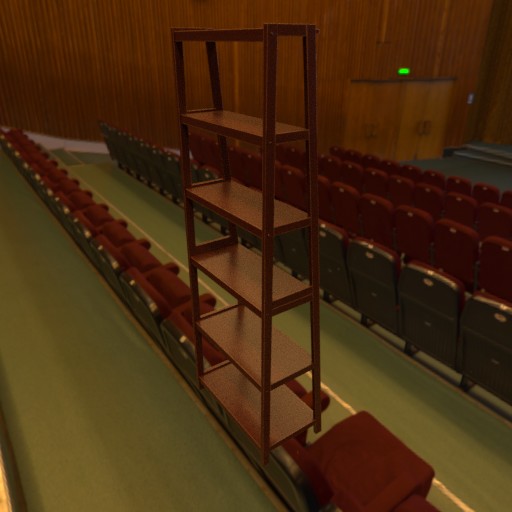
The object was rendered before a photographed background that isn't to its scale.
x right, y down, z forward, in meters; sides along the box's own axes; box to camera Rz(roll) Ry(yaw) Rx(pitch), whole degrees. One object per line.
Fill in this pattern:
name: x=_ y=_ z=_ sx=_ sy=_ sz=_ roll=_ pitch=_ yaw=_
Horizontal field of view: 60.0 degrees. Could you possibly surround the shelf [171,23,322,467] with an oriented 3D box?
shelf: x=0.000 y=0.000 z=2.058 sx=0.381 sy=1.892 sz=0.660 roll=-17 pitch=31 yaw=-31
